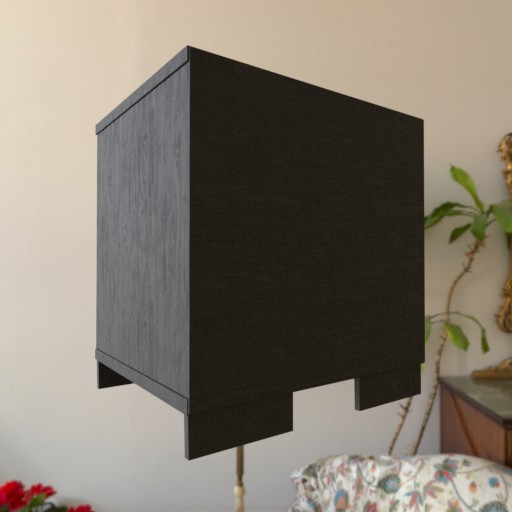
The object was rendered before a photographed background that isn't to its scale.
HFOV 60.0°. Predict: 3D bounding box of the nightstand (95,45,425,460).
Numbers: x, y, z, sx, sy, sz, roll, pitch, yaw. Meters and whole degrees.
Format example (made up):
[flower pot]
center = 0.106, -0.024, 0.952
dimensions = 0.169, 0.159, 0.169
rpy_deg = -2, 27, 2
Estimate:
[nightstand]
center = 0.000, 0.000, 0.737
dimensions = 0.427, 0.448, 0.347
rpy_deg = 1, -1, -36
